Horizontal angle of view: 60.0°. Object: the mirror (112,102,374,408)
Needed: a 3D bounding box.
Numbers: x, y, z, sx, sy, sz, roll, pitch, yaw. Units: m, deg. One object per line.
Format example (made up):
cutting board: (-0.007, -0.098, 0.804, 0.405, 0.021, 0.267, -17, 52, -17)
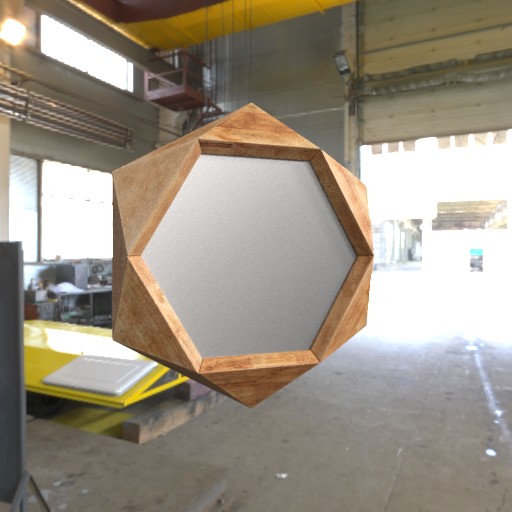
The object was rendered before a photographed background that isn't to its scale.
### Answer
mirror: (0.000, 0.000, 1.093, 0.675, 0.779, 0.091, 0, 0, -18)
